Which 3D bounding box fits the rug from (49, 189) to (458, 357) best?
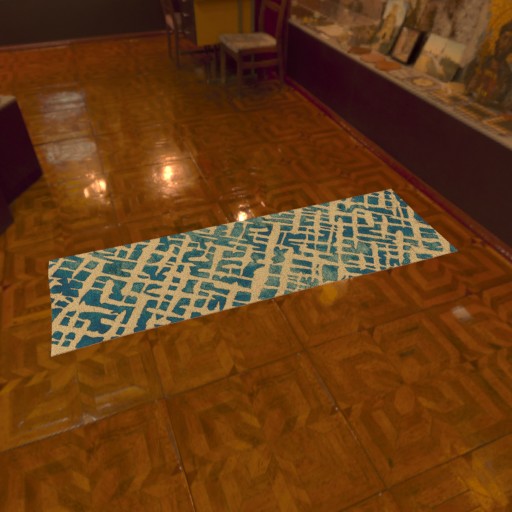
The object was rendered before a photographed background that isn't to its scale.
[{"bbox_3d":[0.000,0.000,2.775,2.446,0.011,0.768,-13,43,-15],"label":"rug"}]
